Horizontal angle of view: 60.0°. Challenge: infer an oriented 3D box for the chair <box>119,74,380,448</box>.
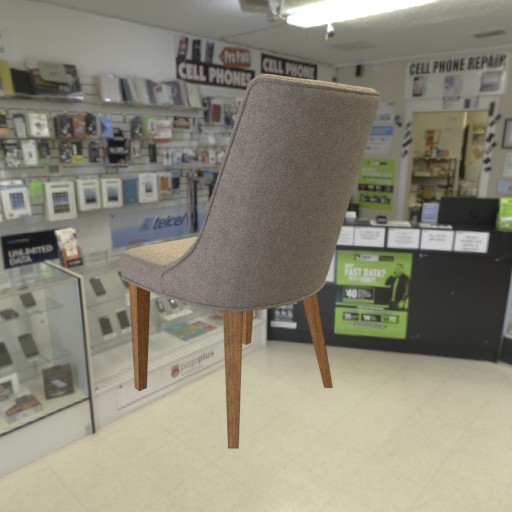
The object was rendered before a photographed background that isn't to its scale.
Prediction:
[{"bbox_3d":[0.000,0.000,1.293,0.548,0.916,0.636,-14,20,-43],"label":"chair"}]
